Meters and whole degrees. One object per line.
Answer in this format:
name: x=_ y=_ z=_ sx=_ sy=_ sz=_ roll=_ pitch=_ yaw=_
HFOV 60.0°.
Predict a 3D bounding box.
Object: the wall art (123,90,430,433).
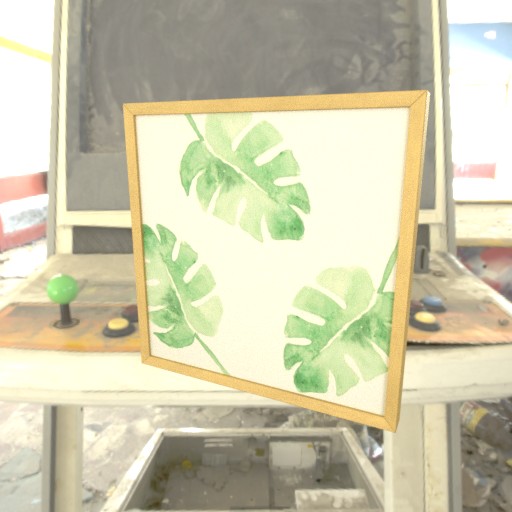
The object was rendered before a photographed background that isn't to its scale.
wall art: x=0.000 y=0.000 z=0.757 sx=0.508 sy=0.508 sz=0.038 roll=7 pitch=16 yaw=25
